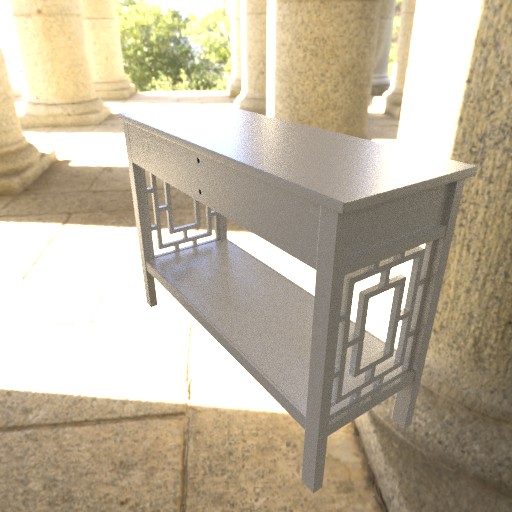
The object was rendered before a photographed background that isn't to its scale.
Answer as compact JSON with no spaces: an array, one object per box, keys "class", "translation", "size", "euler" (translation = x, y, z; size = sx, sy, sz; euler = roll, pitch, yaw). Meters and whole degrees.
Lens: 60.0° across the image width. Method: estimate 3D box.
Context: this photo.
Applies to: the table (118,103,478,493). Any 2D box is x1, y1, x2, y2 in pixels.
[{"class":"table","translation":[0.000,0.000,1.380],"size":[0.397,0.753,1.068],"euler":[-18,32,-31]}]
